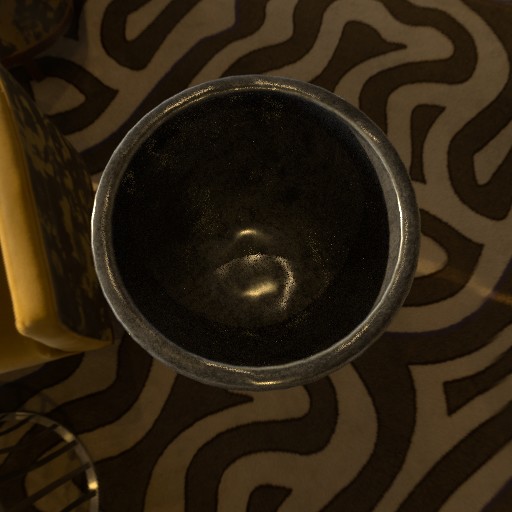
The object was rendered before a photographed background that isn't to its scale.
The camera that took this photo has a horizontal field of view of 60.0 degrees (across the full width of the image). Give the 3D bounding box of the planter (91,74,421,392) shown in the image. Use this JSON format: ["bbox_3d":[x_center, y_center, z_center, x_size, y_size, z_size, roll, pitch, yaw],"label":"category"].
[{"bbox_3d":[0.000,0.000,0.352,0.197,0.191,0.197,0,76,0],"label":"planter"}]
